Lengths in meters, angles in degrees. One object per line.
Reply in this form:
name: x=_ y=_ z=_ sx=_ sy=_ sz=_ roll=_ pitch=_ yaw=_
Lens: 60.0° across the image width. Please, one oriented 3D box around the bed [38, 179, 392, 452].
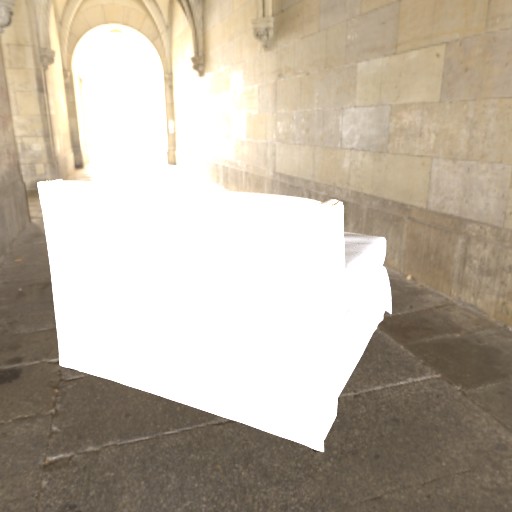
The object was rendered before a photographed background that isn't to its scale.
bed: x=0.000 y=0.000 z=3.460 sx=1.925 sy=1.332 sz=2.276 roll=8 pitch=18 yaw=26
